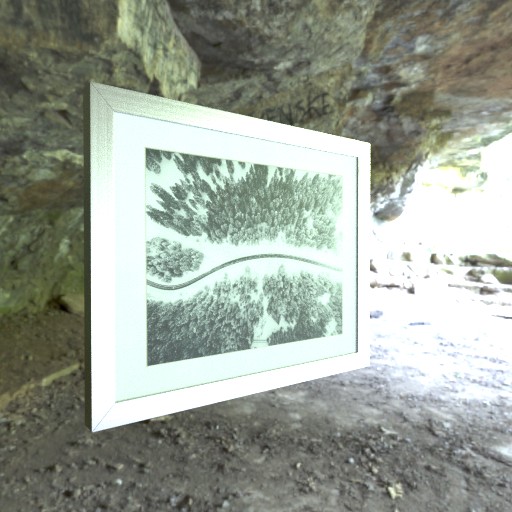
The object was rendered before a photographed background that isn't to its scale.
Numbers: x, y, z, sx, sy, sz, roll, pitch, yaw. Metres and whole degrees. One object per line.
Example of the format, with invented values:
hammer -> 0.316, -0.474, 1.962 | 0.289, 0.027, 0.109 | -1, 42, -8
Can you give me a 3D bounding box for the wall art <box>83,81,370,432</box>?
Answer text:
wall art -> 0.000, 0.000, 0.754 | 0.557, 0.456, 0.032 | -1, 1, -37
